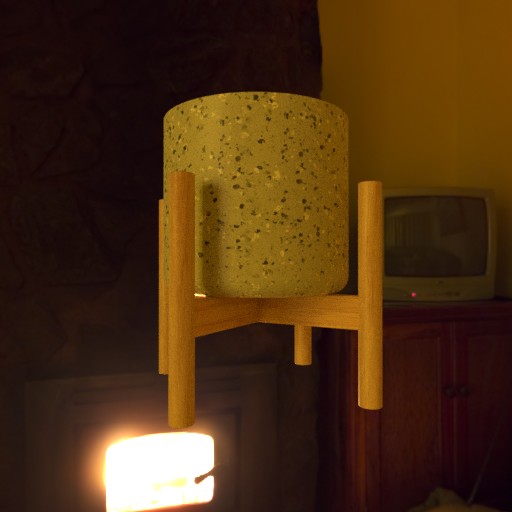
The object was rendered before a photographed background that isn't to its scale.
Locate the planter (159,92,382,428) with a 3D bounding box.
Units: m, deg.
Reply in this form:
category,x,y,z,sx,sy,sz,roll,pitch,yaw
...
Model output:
category,x,y,z,sx,sy,sz,roll,pitch,yaw
planter,0.000,0.000,0.543,0.284,0.320,0.284,0,0,-37
